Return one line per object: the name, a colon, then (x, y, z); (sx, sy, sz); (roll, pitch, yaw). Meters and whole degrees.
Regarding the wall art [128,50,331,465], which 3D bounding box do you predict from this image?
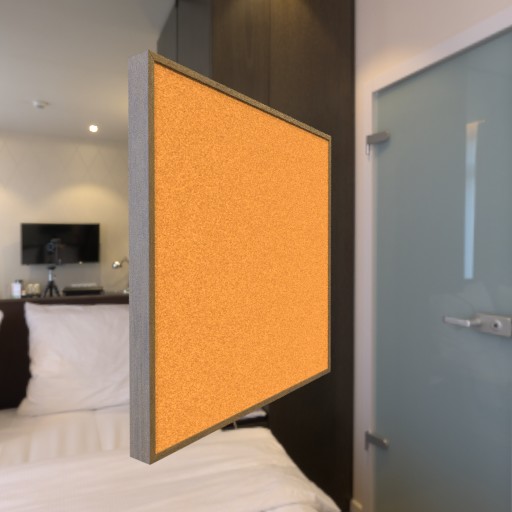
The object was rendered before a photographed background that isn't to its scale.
wall art: (0.000, 0.000, 0.759); (0.037, 0.507, 0.507); (1, 1, 35)
